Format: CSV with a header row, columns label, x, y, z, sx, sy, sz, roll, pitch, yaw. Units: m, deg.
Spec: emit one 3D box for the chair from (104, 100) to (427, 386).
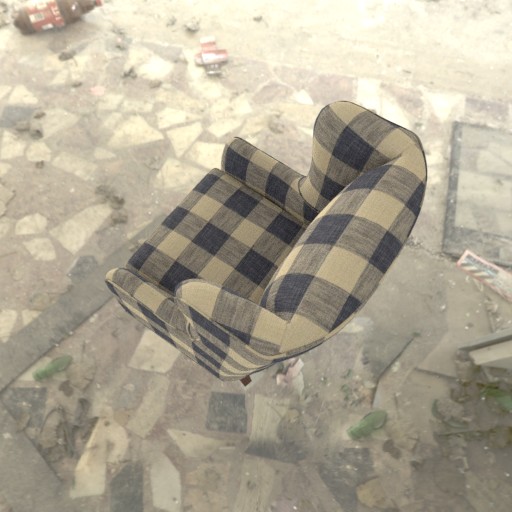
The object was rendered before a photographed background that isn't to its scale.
label,x,y,z,sx,sy,sz,roll,pitch,yaw
chair,0.000,0.000,1.702,0.889,1.041,0.830,31,68,15
